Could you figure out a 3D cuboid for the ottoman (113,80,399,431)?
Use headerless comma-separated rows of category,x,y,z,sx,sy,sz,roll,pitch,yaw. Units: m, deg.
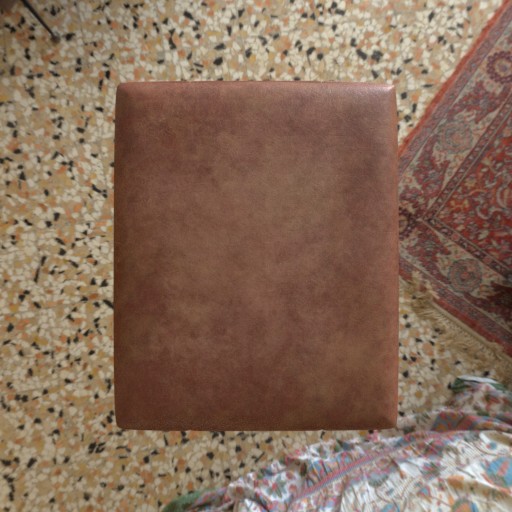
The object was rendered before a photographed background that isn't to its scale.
ottoman,0.000,0.000,1.760,0.965,0.667,1.186,0,90,0
